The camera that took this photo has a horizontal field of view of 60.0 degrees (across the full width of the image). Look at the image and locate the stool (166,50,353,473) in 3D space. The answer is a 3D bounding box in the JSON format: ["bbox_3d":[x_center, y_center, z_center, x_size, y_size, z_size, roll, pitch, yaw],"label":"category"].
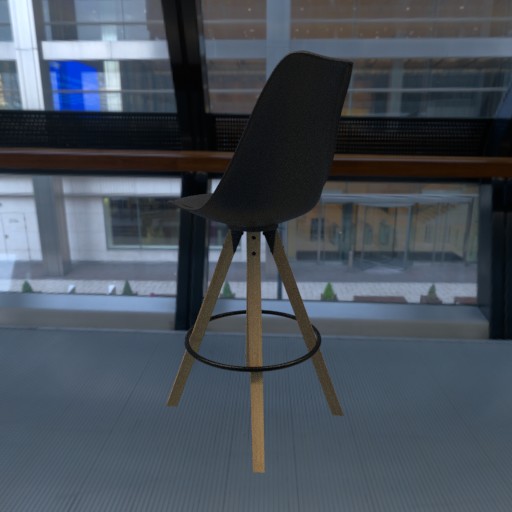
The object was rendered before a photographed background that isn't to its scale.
[{"bbox_3d":[0.000,0.000,1.406,0.485,1.115,0.550,-14,20,-42],"label":"stool"}]
